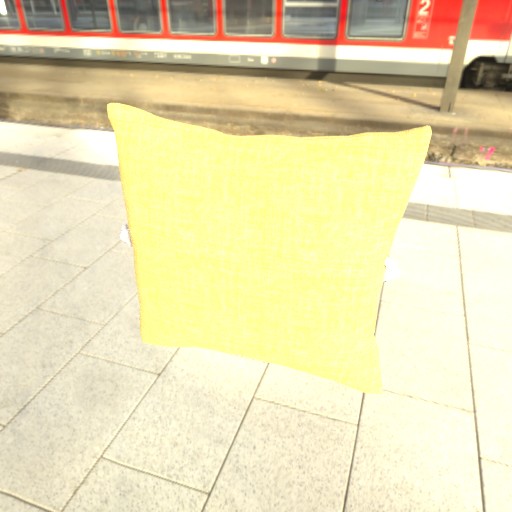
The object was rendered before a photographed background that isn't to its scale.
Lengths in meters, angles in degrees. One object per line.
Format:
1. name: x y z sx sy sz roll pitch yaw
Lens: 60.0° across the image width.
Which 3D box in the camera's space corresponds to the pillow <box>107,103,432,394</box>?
1. pillow: 0.000 0.000 0.749 0.485 0.481 0.167 9 33 14
